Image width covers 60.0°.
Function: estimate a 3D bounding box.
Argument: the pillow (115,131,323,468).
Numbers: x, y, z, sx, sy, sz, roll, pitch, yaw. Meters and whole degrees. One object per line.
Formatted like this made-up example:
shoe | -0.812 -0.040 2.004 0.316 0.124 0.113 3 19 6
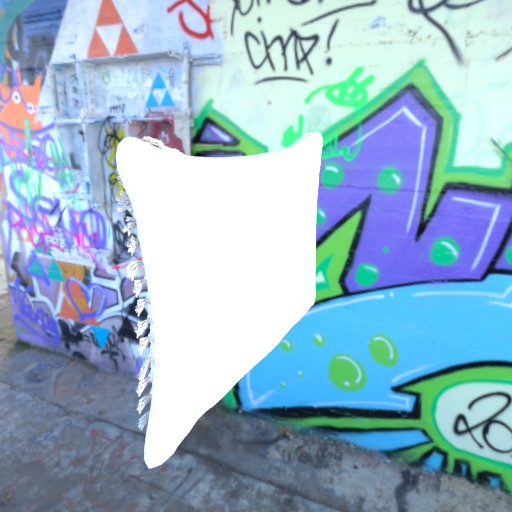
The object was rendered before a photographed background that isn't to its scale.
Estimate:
pillow | 0.000 0.000 0.565 0.084 0.305 0.466 8 18 25
